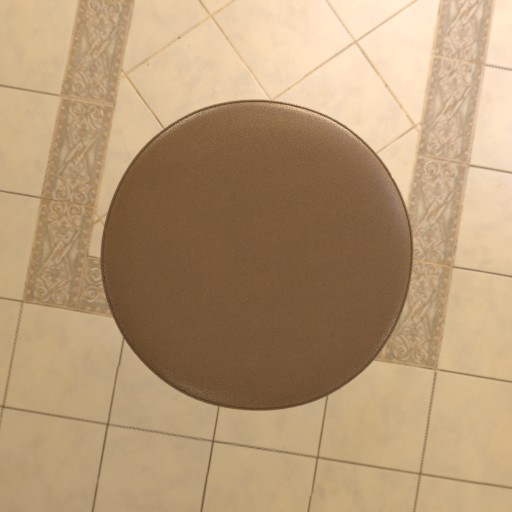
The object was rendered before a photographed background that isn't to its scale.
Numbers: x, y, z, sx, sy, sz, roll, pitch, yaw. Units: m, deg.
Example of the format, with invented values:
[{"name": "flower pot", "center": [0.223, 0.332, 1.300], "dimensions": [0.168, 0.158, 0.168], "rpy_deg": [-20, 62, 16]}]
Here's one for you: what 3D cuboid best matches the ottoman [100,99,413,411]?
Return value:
[{"name": "ottoman", "center": [0.000, 0.000, 0.866], "dimensions": [0.500, 0.409, 0.500], "rpy_deg": [0, 89, -1]}]
